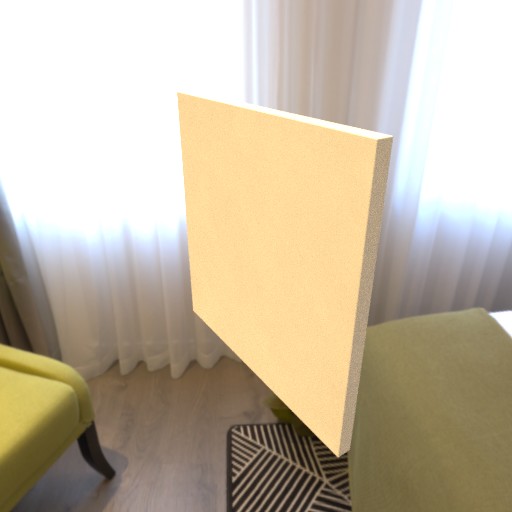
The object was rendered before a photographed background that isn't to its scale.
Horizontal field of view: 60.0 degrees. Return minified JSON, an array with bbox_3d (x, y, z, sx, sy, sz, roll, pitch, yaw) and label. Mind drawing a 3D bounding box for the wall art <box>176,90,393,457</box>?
[{"bbox_3d":[0.000,0.000,1.187,0.040,0.762,0.762,-17,32,-30],"label":"wall art"}]
